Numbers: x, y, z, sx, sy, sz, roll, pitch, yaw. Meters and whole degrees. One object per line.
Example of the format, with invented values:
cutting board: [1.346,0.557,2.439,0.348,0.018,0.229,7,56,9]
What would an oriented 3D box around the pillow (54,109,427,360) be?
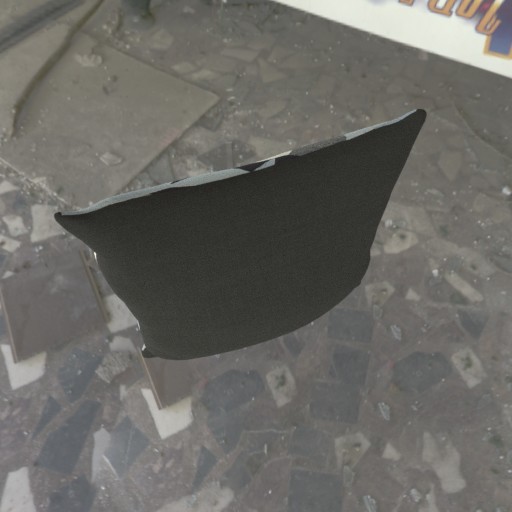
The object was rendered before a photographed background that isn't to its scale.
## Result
pillow: [0.000,0.000,0.758,0.503,0.496,0.208,-18,60,-11]
